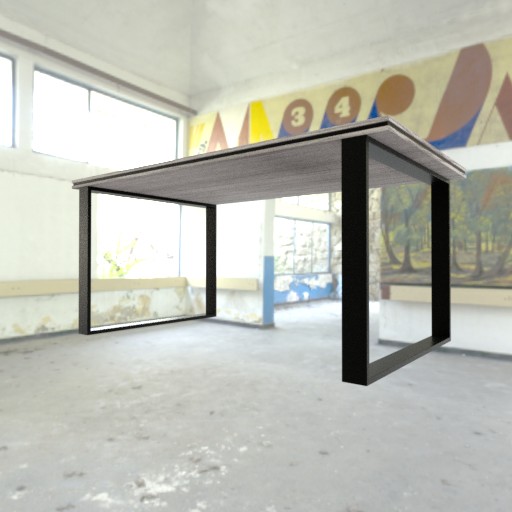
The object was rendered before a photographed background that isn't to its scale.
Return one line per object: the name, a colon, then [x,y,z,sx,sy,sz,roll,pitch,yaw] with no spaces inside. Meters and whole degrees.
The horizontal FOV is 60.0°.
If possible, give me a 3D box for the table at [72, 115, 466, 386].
table: [0.000,0.000,2.014,1.579,0.736,0.881,-1,-1,38]
